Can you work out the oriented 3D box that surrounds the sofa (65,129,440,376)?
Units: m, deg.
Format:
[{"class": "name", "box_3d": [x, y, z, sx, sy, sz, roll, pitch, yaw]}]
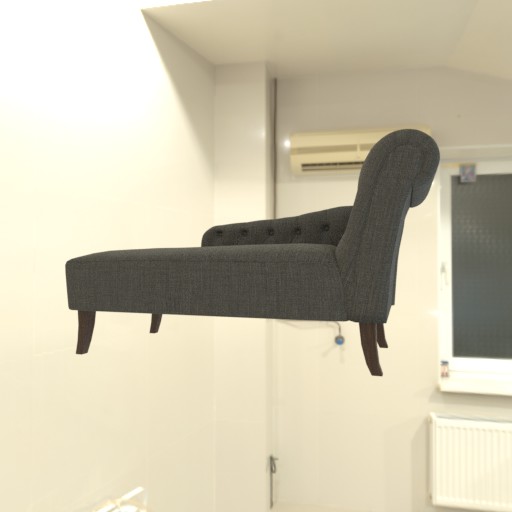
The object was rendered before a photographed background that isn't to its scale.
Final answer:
[{"class": "sofa", "box_3d": [0.000, 0.000, 1.843, 1.379, 0.787, 0.675, 0, -1, 19]}]
